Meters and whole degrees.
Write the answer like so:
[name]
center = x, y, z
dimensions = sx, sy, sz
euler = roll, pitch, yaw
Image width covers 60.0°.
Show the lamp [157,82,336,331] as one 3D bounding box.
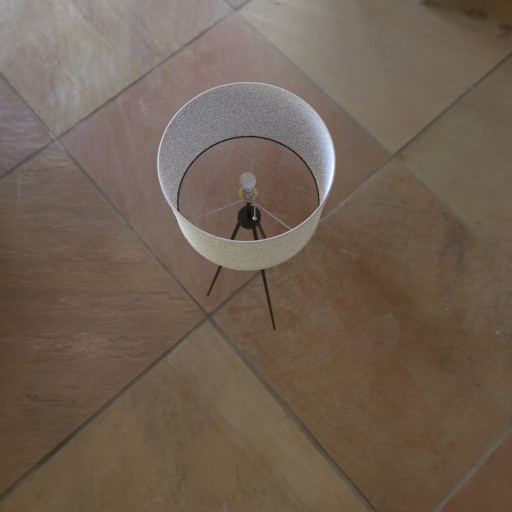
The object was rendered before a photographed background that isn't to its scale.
[lamp]
center = 0.000, 0.000, 1.749
dimensions = 0.448, 1.545, 0.458
euler = -37, 78, -10
